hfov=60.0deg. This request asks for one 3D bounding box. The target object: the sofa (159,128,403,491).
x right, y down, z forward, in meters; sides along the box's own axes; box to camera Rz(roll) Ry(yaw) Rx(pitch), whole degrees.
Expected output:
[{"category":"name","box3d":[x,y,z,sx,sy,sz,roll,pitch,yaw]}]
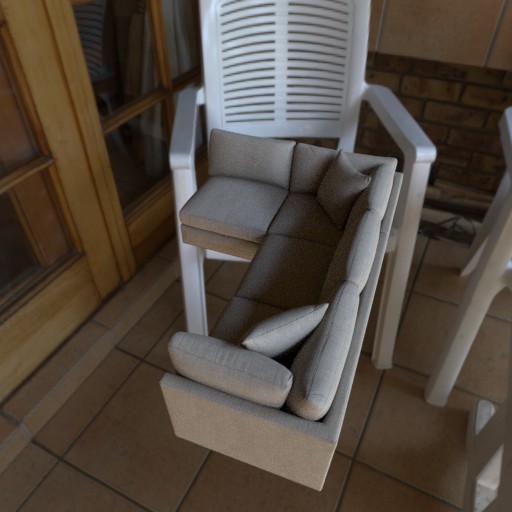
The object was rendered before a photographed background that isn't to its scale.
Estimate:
[{"category":"sofa","box3d":[0.000,0.000,3.702,1.994,0.978,2.896,14,43,15]}]
